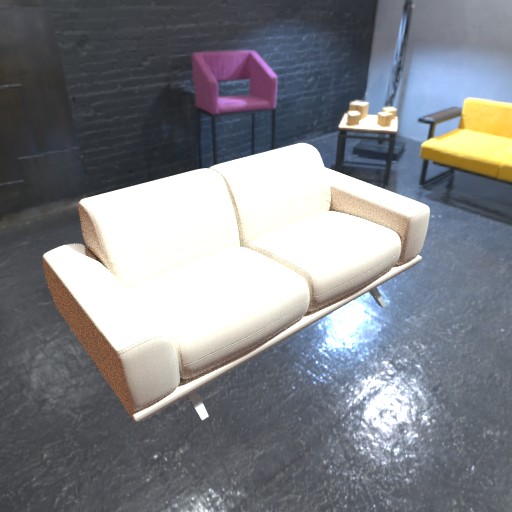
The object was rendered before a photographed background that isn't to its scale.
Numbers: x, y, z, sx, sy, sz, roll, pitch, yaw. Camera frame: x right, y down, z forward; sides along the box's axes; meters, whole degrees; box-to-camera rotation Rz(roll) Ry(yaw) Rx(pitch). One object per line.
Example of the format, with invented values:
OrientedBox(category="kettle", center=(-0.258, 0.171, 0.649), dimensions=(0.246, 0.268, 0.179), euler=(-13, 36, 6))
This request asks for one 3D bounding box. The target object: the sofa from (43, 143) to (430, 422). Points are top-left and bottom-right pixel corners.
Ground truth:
OrientedBox(category="sofa", center=(0.000, 0.000, 2.363), dimensions=(1.901, 0.772, 0.900), euler=(-23, 38, -33))
